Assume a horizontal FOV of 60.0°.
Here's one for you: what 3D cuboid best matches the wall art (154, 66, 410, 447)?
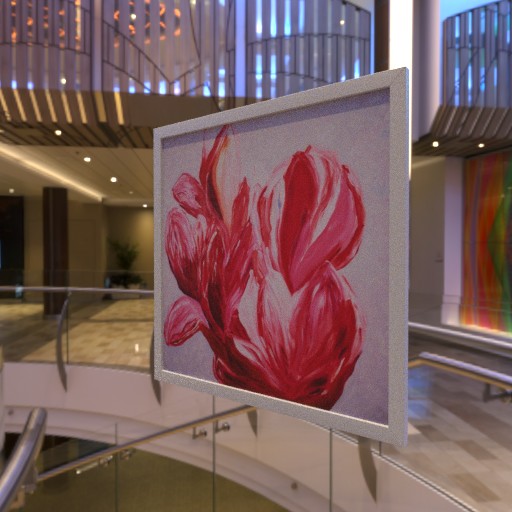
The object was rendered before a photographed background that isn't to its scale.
[{"bbox_3d":[0.000,0.000,0.976,0.664,0.661,0.020,1,1,37],"label":"wall art"}]
